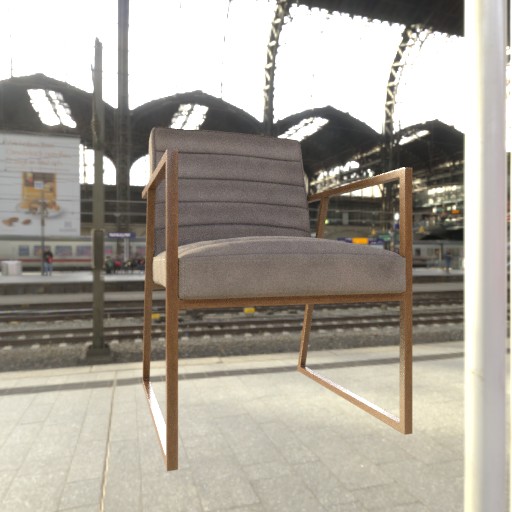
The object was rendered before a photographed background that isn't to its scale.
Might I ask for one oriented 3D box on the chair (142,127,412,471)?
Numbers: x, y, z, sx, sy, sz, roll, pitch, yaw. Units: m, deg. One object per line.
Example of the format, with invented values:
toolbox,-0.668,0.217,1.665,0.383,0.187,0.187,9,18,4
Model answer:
chair,0.000,0.000,1.249,0.578,0.843,0.682,0,0,-18
